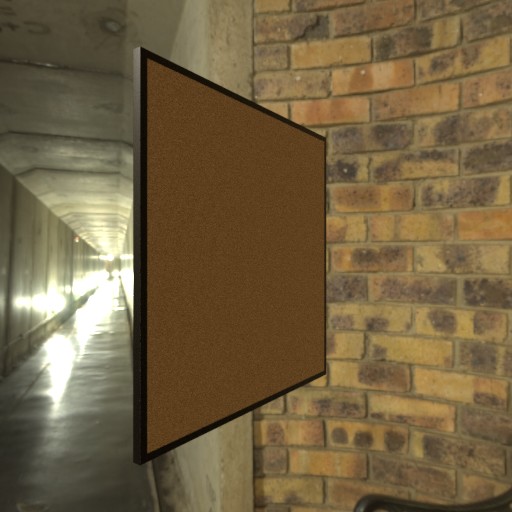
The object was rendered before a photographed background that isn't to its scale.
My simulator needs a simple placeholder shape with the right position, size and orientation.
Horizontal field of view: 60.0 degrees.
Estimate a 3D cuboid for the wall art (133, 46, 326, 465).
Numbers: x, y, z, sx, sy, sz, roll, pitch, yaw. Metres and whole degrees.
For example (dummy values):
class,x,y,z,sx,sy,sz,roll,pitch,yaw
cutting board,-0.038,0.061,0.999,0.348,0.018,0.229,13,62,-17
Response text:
class,x,y,z,sx,sy,sz,roll,pitch,yaw
wall art,0.000,0.000,0.674,0.012,0.458,0.457,0,0,35
